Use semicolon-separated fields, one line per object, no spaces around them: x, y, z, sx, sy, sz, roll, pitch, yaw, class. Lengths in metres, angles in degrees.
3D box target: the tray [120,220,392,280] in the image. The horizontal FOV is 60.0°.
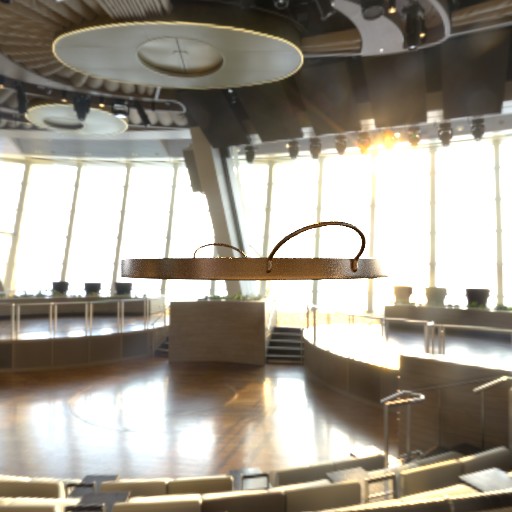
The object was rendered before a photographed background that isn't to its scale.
0.000;0.000;0.748;0.438;0.069;0.543;0;-1;-20;tray
